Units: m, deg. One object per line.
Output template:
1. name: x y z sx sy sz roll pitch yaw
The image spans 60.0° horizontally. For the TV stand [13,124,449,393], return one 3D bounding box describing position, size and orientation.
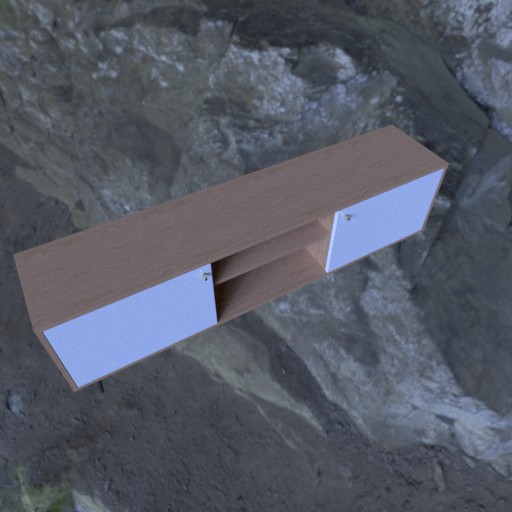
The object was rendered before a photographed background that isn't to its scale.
1. TV stand: 0.000 0.000 1.968 1.760 0.580 0.400 -23 51 -20
